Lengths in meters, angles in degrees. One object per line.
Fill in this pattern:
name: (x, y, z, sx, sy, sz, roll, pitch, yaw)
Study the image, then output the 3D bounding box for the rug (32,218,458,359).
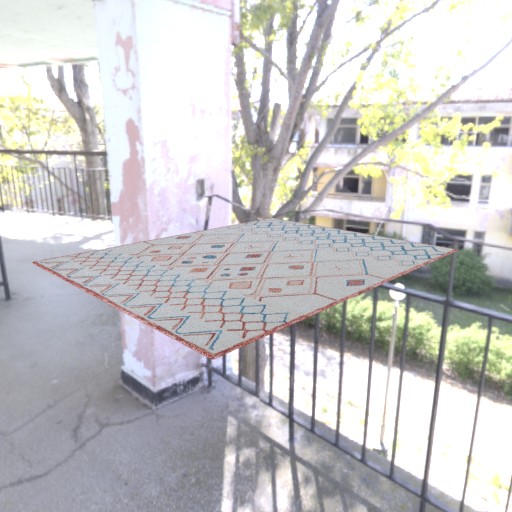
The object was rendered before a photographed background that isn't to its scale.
rug: (0.000, 0.000, 4.043, 2.441, 0.016, 3.050, 15, 21, 43)
